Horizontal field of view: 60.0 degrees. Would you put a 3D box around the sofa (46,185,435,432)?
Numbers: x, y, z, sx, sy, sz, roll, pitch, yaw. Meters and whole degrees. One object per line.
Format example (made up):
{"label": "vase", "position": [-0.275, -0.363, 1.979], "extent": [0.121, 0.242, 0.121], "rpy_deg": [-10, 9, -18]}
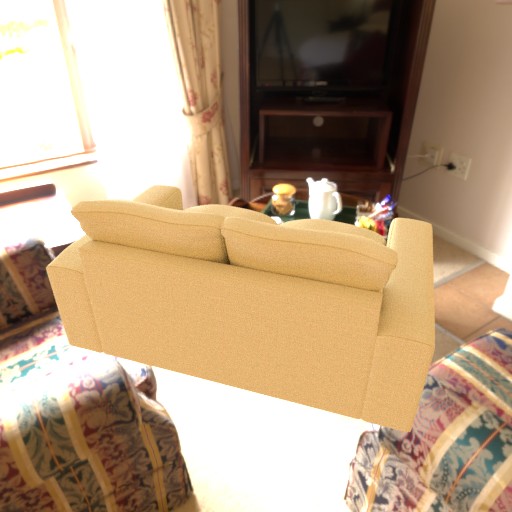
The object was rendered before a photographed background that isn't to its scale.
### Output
{"label": "sofa", "position": [0.000, 0.000, 2.356], "extent": [1.754, 0.875, 1.091], "rpy_deg": [10, 34, 15]}
